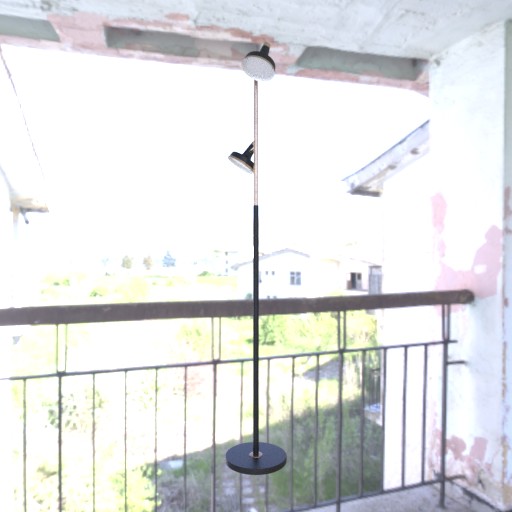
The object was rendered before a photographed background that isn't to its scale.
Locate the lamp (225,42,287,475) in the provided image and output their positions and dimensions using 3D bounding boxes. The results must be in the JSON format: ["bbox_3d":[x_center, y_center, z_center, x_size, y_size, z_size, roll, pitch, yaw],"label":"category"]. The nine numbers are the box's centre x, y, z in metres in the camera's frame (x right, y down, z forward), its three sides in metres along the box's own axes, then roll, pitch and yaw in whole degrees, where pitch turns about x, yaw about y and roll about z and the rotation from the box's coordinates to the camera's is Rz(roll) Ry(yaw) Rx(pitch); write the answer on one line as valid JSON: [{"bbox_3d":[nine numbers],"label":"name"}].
[{"bbox_3d":[0.000,0.000,1.816,0.253,1.674,0.351,0,0,-17],"label":"lamp"}]
